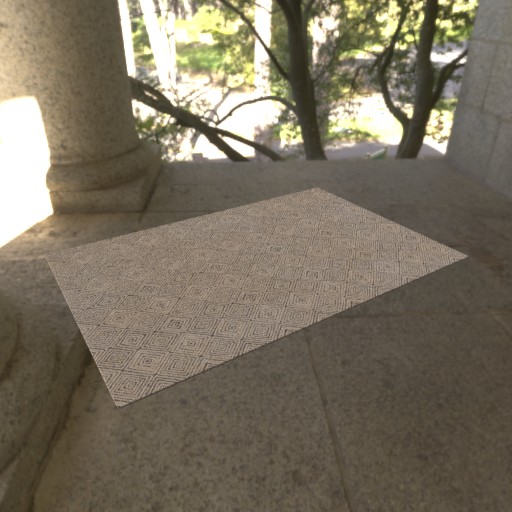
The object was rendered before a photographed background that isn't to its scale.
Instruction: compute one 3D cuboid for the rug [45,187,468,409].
[{"bbox_3d":[0.000,0.000,2.232,1.783,0.008,1.175,-17,34,-28],"label":"rug"}]
